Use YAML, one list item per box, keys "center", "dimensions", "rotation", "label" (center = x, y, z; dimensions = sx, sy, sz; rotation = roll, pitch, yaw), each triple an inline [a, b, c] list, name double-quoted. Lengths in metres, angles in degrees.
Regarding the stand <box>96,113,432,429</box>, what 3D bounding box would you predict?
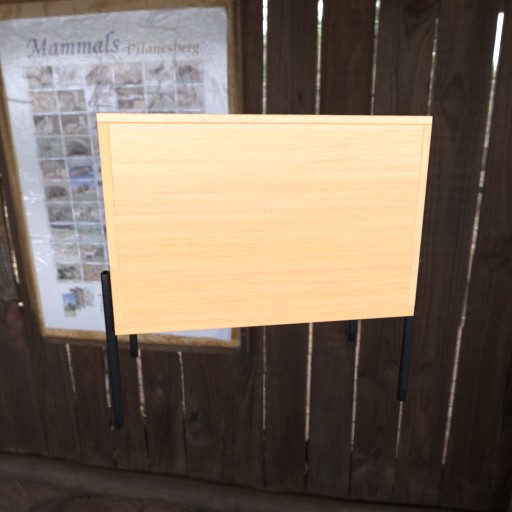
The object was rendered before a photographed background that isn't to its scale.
- center: [0.000, 0.000, 1.021]
  dimensions: [0.630, 0.600, 0.400]
  rotation: [-2, 15, -9]
  label: "stand"
